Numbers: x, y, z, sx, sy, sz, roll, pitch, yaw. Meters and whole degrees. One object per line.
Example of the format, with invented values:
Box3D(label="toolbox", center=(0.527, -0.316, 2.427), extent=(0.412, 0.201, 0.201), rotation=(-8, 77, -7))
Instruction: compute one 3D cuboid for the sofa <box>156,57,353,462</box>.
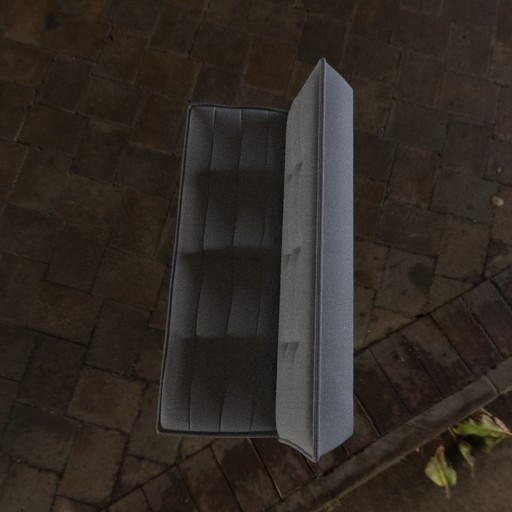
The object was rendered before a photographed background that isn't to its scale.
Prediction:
Box3D(label="sofa", center=(0.000, 0.000, 2.477), extent=(0.950, 0.890, 1.940), rotation=(3, 76, 1))
